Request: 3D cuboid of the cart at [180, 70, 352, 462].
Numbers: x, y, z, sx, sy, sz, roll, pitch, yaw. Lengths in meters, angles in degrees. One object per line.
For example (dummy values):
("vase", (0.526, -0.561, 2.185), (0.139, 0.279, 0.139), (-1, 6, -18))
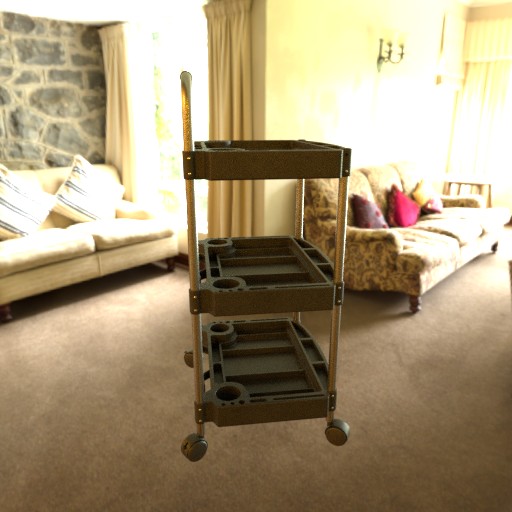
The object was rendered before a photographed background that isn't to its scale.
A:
("cart", (0.000, 0.000, 1.431), (0.518, 1.075, 0.584), (-2, 17, -8))
